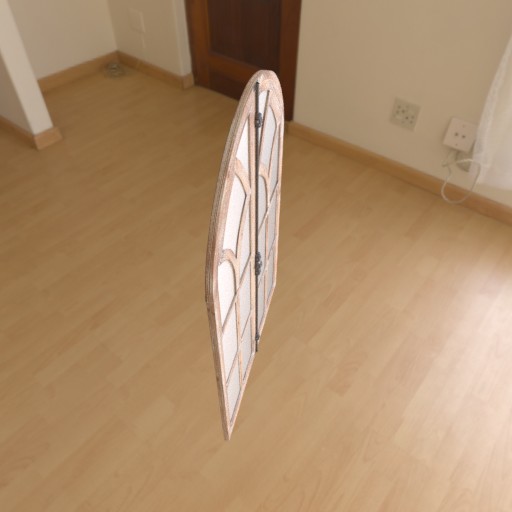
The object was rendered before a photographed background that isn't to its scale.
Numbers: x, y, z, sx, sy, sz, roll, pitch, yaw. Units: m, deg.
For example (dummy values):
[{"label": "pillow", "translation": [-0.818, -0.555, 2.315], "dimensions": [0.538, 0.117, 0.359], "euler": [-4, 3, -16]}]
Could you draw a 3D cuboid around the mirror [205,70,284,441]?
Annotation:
[{"label": "mirror", "translation": [0.000, 0.000, 1.140], "dimensions": [0.032, 0.915, 0.609], "euler": [11, 47, 10]}]
